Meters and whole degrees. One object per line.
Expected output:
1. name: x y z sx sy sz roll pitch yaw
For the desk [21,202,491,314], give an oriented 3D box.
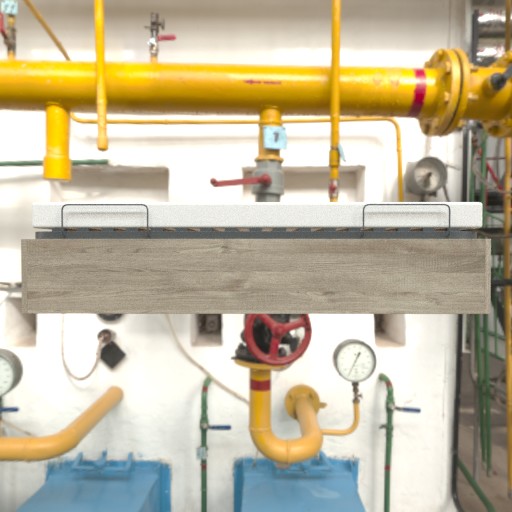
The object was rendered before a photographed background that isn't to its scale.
1. desk: 0.000 0.000 2.230 1.900 0.455 0.900 0 1 0
